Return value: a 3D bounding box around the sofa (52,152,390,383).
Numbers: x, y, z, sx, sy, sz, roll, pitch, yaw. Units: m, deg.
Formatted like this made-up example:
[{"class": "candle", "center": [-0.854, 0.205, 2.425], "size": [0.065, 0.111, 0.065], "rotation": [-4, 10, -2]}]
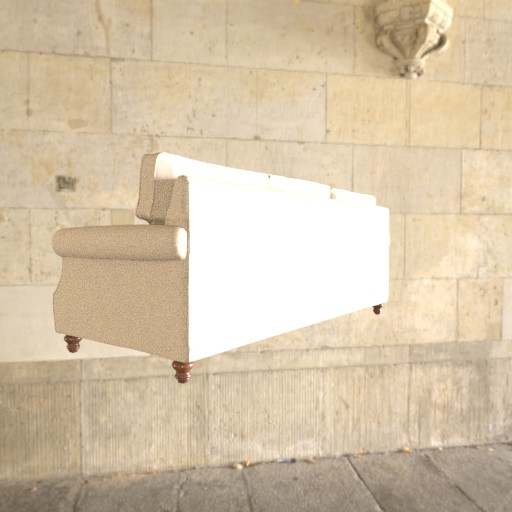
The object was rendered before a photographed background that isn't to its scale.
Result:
[{"class": "sofa", "center": [0.000, 0.000, 2.836], "size": [0.966, 0.948, 2.354], "rotation": [2, 3, 37]}]
